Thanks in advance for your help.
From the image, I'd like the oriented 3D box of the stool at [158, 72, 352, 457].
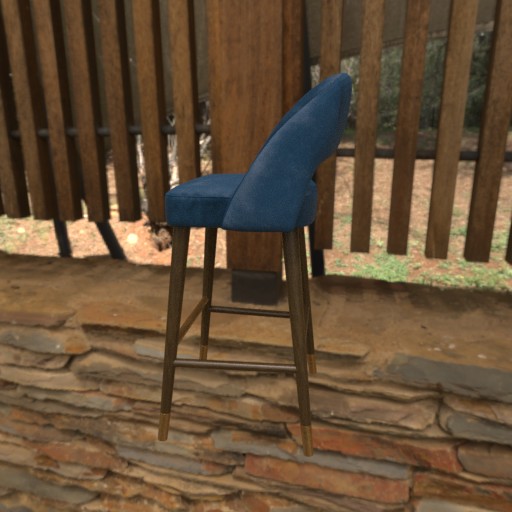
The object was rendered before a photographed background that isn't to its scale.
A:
[{"bbox_3d":[0.000,0.000,1.342,0.515,1.016,0.514,2,16,8],"label":"stool"}]
